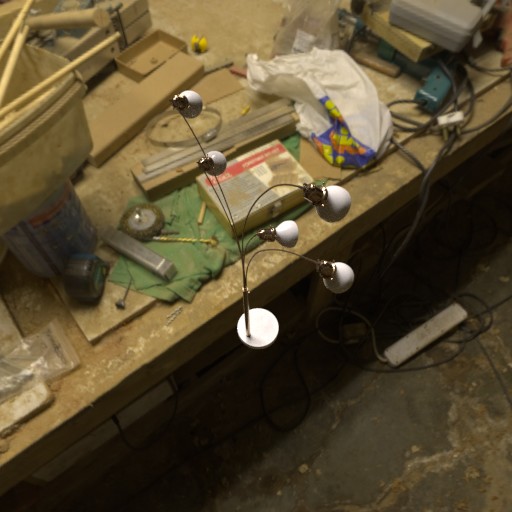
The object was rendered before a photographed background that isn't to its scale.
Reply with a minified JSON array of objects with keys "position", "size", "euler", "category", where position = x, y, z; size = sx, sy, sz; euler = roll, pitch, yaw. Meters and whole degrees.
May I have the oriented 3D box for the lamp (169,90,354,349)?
[{"position":[0.000,0.000,2.908],"size":[0.361,2.423,1.405],"euler":[-33,64,-18],"category":"lamp"}]
